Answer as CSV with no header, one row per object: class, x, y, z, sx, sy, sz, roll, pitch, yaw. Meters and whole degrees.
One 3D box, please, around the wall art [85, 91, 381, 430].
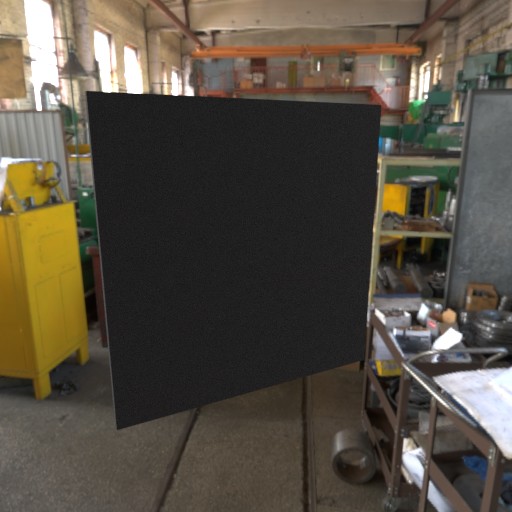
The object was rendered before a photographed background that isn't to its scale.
wall art,0.000,0.000,0.685,0.456,0.458,0.013,-7,16,-27
